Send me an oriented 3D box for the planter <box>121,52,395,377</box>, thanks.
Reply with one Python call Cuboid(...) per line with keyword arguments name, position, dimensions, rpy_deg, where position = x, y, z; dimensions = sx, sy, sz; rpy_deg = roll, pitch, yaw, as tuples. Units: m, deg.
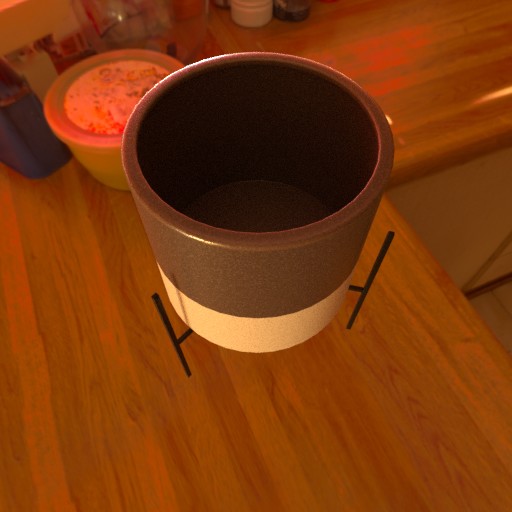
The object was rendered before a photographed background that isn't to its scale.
Cuboid(name="planter", position=(0.000, 0.000, 0.520), dimensions=(0.250, 0.353, 0.260), rpy_deg=(32, 63, 18))
